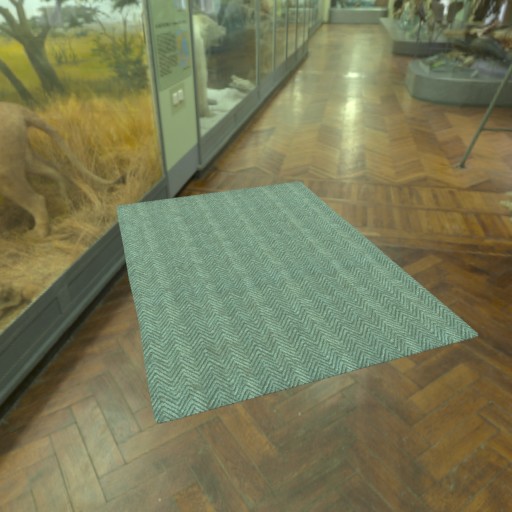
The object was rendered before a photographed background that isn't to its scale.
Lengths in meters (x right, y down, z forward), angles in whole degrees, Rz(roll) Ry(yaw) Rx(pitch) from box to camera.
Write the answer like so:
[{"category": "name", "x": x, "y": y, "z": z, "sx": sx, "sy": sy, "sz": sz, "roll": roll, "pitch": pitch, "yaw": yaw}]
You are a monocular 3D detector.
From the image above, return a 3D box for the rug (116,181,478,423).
[{"category": "rug", "x": 0.000, "y": 0.000, "z": 5.177, "sx": 2.894, "sy": 0.011, "sz": 3.957, "roll": -10, "pitch": 32, "yaw": -16}]
